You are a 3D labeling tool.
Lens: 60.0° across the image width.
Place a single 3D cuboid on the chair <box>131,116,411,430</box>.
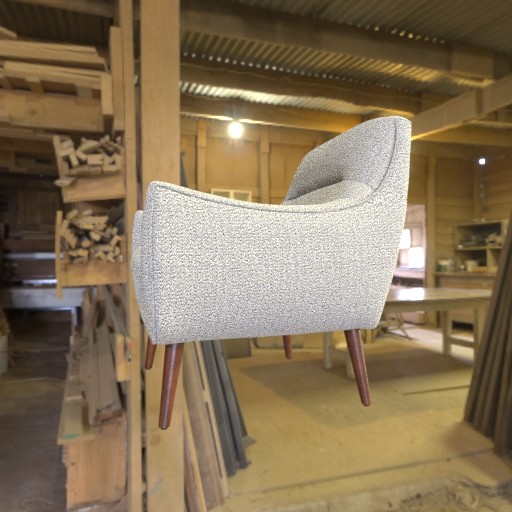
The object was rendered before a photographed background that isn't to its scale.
[{"bbox_3d":[0.000,0.000,1.455,0.787,0.838,0.762,0,0,-17],"label":"chair"}]
